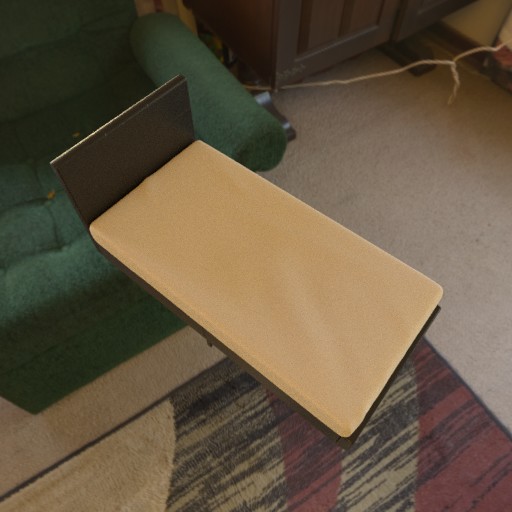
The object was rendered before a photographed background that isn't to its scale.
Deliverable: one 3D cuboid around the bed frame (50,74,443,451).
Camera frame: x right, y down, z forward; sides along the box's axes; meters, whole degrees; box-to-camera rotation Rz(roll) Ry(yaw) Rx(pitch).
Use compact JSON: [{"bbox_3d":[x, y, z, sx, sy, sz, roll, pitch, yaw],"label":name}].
[{"bbox_3d":[0.000,0.000,2.565,2.152,1.046,1.038,34,64,20],"label":"bed frame"}]
